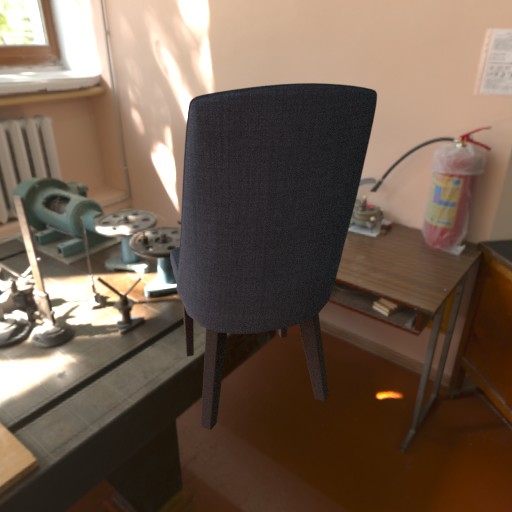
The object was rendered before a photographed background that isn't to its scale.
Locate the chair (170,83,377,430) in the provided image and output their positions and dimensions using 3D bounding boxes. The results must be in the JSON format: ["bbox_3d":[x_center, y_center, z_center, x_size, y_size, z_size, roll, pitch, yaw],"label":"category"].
[{"bbox_3d":[0.000,0.000,1.370,0.510,1.050,0.577,-8,28,-16],"label":"chair"}]
